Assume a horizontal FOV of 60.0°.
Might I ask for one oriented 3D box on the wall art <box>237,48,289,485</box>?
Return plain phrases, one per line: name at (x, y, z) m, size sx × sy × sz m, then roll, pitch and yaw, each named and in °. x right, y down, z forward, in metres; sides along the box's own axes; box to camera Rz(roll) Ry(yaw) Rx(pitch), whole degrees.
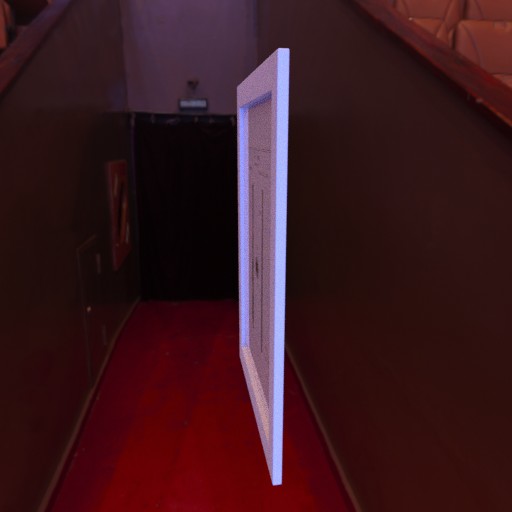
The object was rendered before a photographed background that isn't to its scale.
wall art at (0.000, 0.000, 0.626) m, size 0.011 × 0.482 × 0.329 m, roll -2°, pitch 15°, yaw -9°
